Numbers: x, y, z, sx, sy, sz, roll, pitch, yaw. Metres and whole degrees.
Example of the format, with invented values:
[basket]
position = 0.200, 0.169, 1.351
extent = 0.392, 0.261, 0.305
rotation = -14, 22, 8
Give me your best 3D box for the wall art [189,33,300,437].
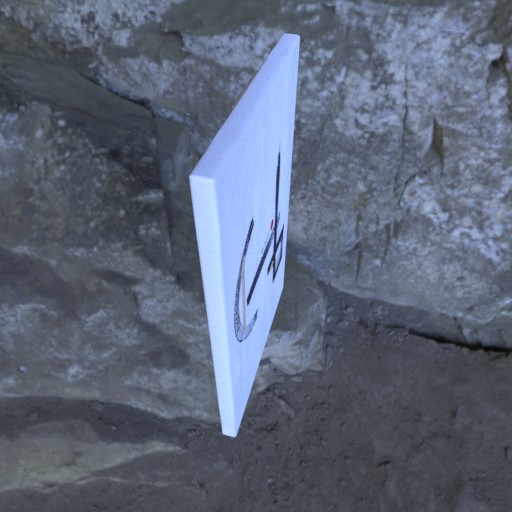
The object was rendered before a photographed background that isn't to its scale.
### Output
[wall art]
position = 0.000, 0.000, 1.174
extent = 0.048, 0.916, 0.602
rotation = 11, 47, 11
